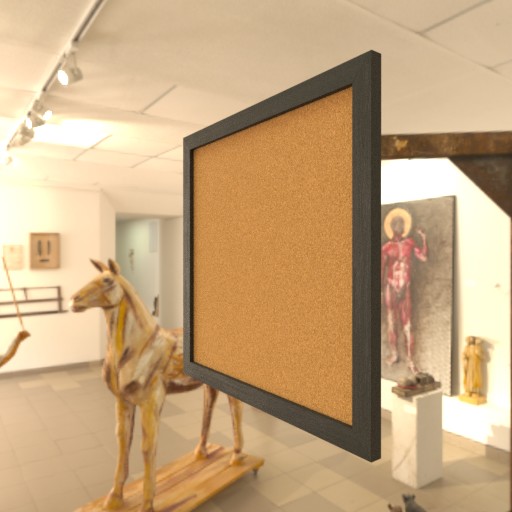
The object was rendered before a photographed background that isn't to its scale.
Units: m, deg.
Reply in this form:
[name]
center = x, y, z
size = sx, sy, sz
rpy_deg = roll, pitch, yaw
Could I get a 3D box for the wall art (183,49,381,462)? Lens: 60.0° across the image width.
[wall art]
center = 0.000, 0.000, 1.511
size = 0.038, 1.016, 1.016
rpy_deg = 0, 0, -36
